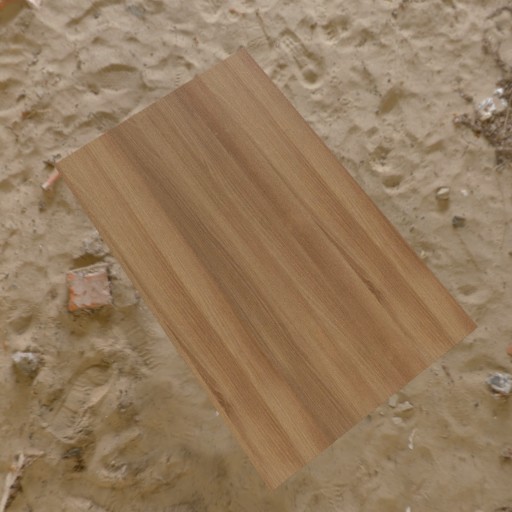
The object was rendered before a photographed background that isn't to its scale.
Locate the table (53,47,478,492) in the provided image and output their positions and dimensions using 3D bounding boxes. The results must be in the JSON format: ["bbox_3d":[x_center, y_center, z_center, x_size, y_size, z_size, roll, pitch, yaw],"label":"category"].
[{"bbox_3d":[0.000,0.000,1.427,0.700,0.330,1.100,-35,79,-8],"label":"table"}]
